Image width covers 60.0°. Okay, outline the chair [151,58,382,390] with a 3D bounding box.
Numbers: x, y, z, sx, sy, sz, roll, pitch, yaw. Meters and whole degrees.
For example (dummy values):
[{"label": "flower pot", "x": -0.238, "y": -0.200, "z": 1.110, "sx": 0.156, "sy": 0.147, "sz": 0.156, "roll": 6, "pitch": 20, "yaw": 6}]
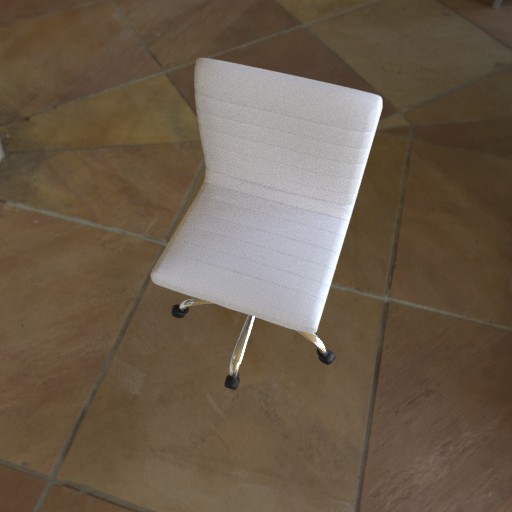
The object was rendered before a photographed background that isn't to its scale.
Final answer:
[{"label": "chair", "x": 0.000, "y": 0.000, "z": 1.064, "sx": 0.520, "sy": 0.750, "sz": 0.455, "roll": 16, "pitch": 58, "yaw": 10}]
